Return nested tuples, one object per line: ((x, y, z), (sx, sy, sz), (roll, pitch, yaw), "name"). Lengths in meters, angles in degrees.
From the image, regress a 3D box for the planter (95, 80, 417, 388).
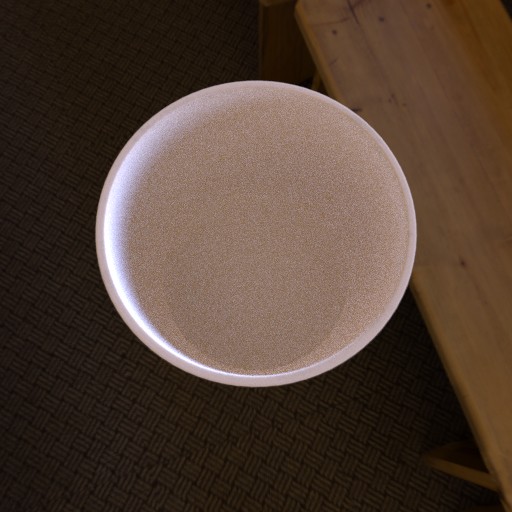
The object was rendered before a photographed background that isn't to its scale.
((0.000, 0.000, 0.402), (0.221, 0.201, 0.221), (0, 76, 0), "planter")
